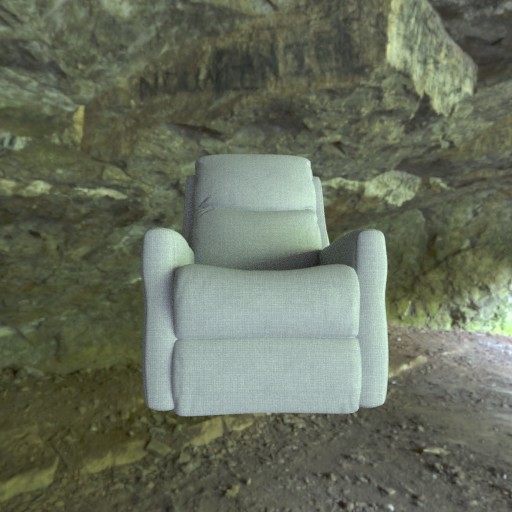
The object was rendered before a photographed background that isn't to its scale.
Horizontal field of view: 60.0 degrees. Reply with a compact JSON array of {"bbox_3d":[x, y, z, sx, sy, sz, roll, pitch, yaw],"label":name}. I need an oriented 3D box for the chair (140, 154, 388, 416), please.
[{"bbox_3d":[0.000,0.000,1.799,0.829,1.030,1.080,0,-2,-3],"label":"chair"}]
